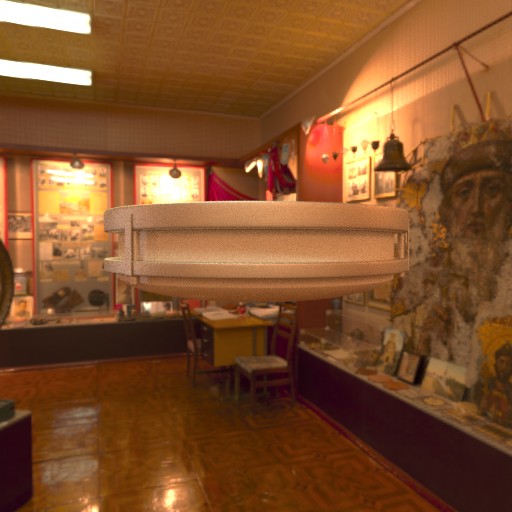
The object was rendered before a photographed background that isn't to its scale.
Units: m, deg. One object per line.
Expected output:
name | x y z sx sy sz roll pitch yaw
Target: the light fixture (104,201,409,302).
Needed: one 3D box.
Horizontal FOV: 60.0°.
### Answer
light fixture | 0.000 0.000 0.547 0.356 0.102 0.356 0 1 0
